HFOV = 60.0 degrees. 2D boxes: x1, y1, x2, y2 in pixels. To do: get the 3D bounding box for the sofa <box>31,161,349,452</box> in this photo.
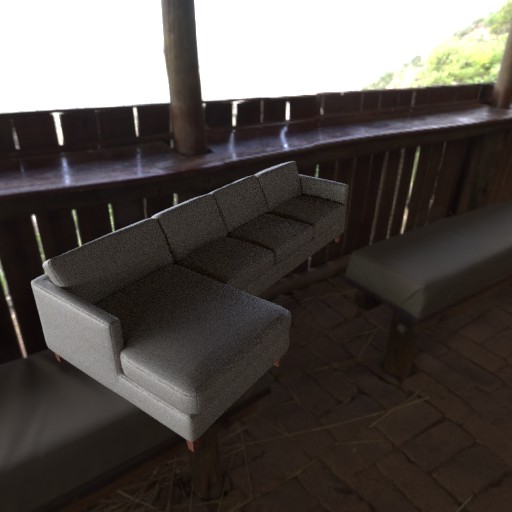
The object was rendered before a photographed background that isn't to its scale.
[{"bbox_3d":[0.000,0.000,3.832,1.502,0.876,3.201,18,32,31],"label":"sofa"}]
